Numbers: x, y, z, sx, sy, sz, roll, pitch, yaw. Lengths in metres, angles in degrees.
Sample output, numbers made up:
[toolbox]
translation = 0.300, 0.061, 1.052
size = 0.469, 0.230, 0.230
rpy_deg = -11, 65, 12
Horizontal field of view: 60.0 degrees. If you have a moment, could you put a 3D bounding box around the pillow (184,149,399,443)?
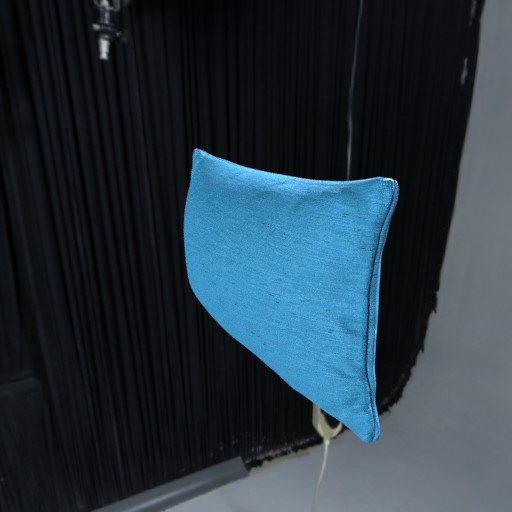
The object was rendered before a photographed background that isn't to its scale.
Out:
[pillow]
translation = 0.000, 0.000, 0.783
size = 0.210, 0.338, 0.633
rpy_deg = -8, 19, -26
